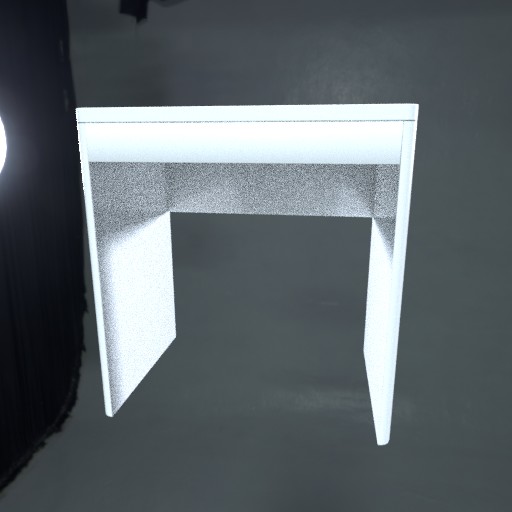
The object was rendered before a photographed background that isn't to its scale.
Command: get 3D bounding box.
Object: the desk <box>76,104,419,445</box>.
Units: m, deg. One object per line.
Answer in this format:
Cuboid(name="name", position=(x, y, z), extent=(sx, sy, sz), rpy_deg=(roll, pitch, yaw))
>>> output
Cuboid(name="desk", position=(0.000, 0.000, 1.304), extent=(0.762, 0.800, 0.549), rpy_deg=(2, 15, 9))
